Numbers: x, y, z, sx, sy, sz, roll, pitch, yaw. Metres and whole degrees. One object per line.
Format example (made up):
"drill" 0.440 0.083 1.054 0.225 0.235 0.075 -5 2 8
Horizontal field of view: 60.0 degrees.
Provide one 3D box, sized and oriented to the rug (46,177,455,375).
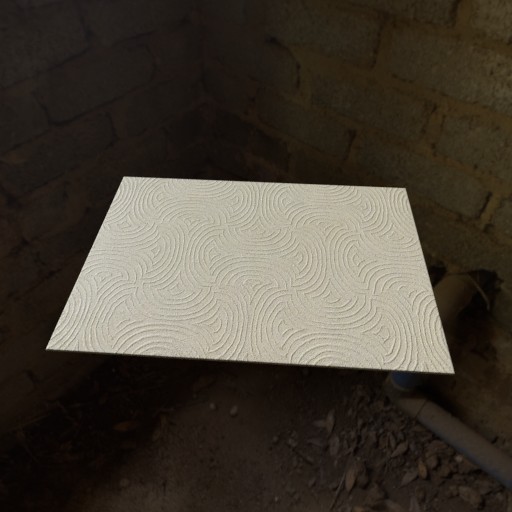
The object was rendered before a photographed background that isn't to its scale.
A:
"rug" 0.000 0.000 2.825 2.132 0.015 1.526 3 47 3
